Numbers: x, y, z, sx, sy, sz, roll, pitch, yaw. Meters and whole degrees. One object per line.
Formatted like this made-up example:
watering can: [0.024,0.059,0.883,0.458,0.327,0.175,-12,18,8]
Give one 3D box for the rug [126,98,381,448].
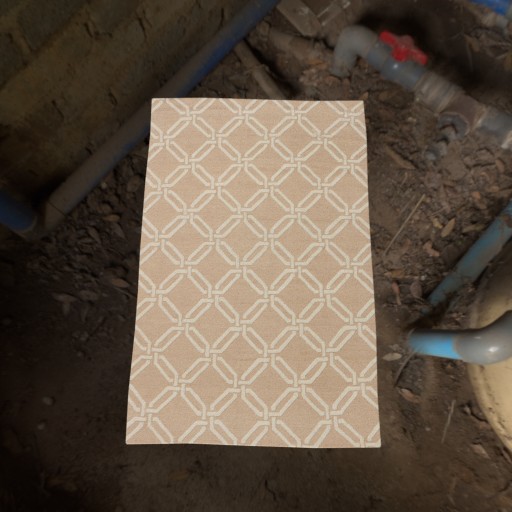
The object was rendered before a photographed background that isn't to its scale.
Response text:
rug: [0.000,0.000,2.174,1.146,0.010,1.745,1,76,0]
